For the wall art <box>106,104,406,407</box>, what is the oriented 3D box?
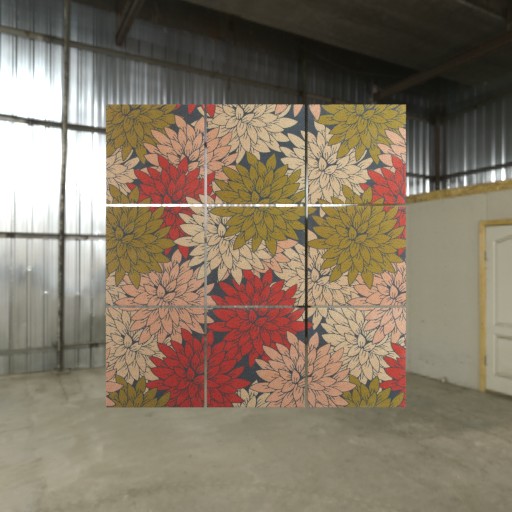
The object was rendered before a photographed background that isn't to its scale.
[{"bbox_3d":[0.000,0.000,1.343,0.904,0.913,0.013,0,0,0],"label":"wall art"}]
